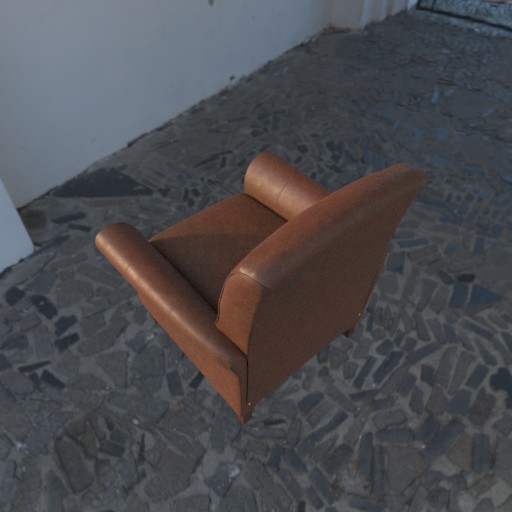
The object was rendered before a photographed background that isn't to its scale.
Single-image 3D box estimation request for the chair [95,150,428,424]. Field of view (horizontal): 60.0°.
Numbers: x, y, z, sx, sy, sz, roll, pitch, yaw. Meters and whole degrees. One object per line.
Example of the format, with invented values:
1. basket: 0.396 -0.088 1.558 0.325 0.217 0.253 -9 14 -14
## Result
1. chair: 0.000 0.000 1.838 0.978 1.061 0.902 -32 53 -27
